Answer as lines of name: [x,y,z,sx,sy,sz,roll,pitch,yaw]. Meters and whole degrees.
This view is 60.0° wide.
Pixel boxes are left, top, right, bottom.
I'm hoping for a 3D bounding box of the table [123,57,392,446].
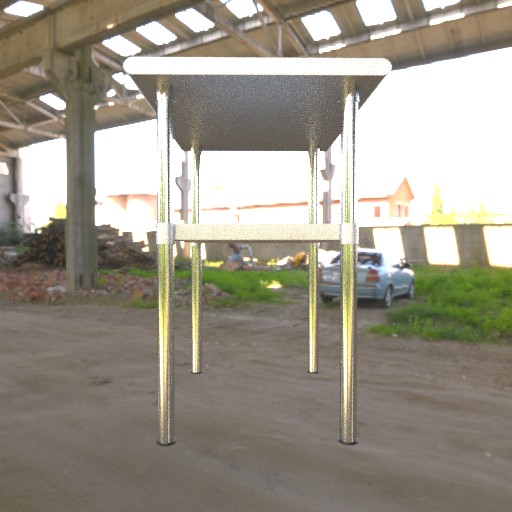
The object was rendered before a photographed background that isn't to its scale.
table: [0.000,0.000,1.350,0.584,0.876,0.762,0,1,-1]
